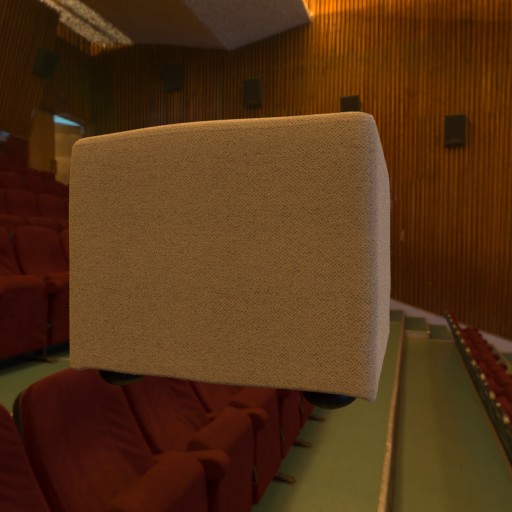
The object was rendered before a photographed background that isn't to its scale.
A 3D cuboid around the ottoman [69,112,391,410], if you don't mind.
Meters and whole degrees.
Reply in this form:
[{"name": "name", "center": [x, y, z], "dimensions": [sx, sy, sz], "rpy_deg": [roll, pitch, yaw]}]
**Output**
[{"name": "ottoman", "center": [0.000, 0.000, 0.906], "dimensions": [0.512, 0.453, 0.521], "rpy_deg": [0, 1, 19]}]
